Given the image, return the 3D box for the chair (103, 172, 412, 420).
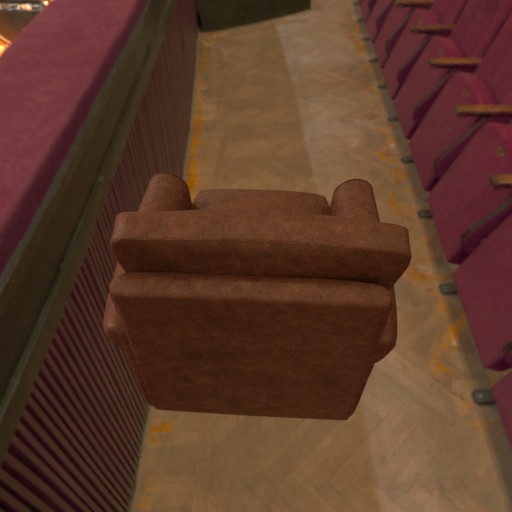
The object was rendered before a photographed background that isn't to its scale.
[{"bbox_3d":[0.000,0.000,1.773,0.996,0.976,1.002,2,46,2],"label":"chair"}]
